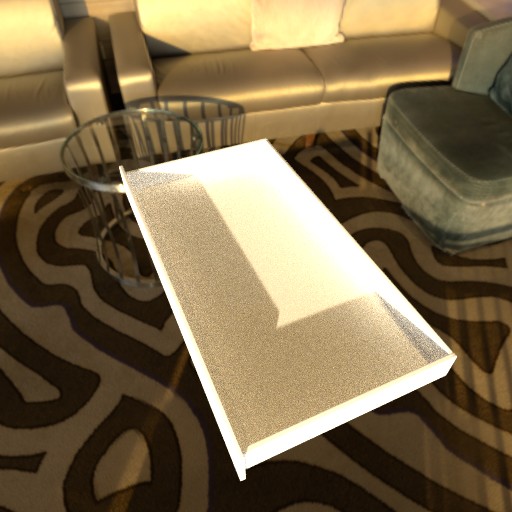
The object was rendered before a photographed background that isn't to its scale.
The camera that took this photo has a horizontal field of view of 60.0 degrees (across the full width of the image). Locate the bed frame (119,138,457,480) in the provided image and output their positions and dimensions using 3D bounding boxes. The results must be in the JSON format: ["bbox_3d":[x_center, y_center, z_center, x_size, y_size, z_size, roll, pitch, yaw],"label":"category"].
[{"bbox_3d":[0.000,0.000,1.585,0.670,0.141,1.300,-18,49,-17],"label":"bed frame"}]
